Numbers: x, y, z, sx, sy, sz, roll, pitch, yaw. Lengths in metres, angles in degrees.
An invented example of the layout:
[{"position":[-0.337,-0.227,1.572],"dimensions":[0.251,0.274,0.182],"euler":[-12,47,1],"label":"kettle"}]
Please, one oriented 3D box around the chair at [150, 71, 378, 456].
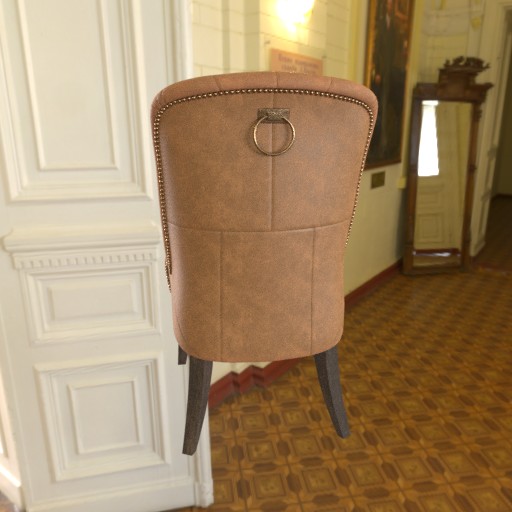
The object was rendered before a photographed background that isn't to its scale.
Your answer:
[{"position":[0.000,0.000,1.491],"dimensions":[0.634,1.091,0.629],"euler":[-3,16,-9],"label":"chair"}]
